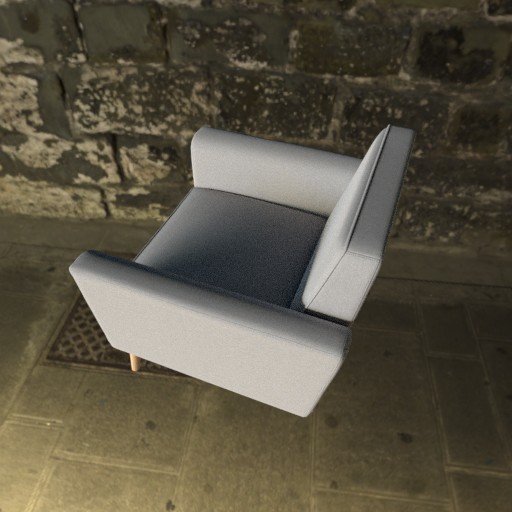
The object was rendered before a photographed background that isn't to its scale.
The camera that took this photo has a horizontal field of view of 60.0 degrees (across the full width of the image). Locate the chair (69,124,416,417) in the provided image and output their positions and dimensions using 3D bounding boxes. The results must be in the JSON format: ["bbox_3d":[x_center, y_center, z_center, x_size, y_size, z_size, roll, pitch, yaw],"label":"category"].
[{"bbox_3d":[0.000,0.000,1.414,0.750,0.780,0.780,16,47,15],"label":"chair"}]
